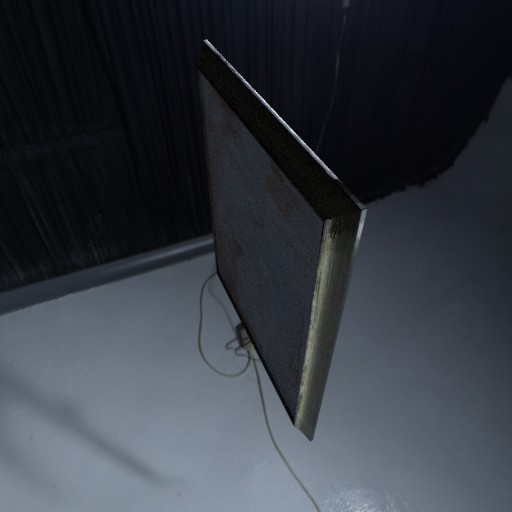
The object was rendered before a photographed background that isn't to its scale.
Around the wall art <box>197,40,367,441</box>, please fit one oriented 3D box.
[{"bbox_3d":[0.000,0.000,0.629,0.023,0.457,0.381,-17,48,-16],"label":"wall art"}]
